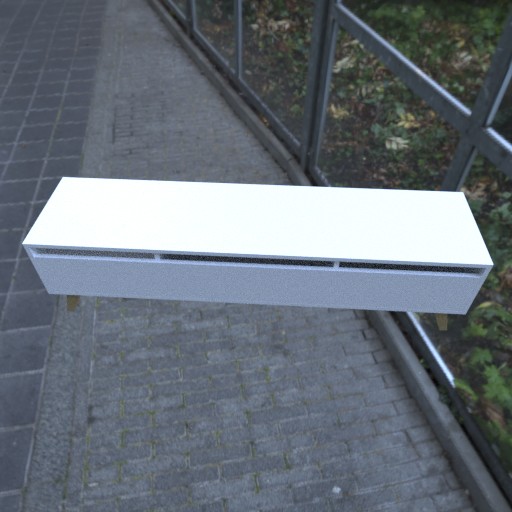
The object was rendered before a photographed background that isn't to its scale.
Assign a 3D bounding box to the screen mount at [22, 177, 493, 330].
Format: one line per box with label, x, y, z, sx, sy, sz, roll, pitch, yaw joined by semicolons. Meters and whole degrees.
screen mount;0.000;0.000;1.836;1.644;0.432;0.399;3;46;2
